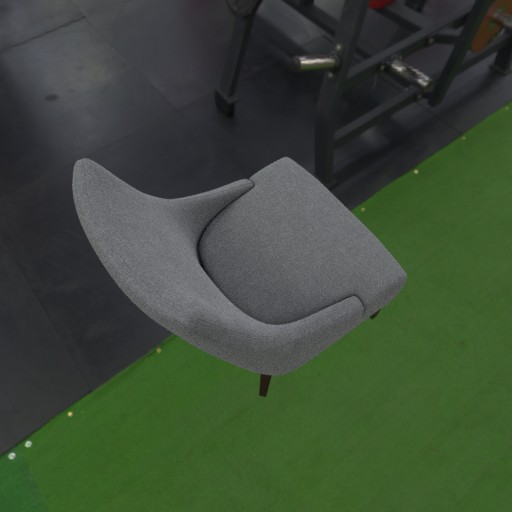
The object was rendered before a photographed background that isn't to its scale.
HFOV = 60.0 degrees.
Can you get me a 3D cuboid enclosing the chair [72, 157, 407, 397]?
[{"bbox_3d":[0.000,0.000,1.476,0.861,0.909,0.701,-32,64,-17],"label":"chair"}]
